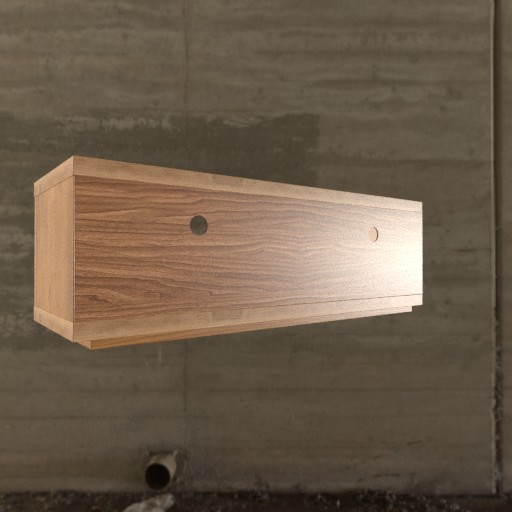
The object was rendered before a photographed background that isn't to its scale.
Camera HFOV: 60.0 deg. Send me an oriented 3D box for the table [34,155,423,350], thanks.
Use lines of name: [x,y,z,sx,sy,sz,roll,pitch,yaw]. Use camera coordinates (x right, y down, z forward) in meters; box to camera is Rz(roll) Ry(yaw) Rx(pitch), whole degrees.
table: [0.000,0.000,1.744,1.499,0.491,0.499,0,0,-37]
